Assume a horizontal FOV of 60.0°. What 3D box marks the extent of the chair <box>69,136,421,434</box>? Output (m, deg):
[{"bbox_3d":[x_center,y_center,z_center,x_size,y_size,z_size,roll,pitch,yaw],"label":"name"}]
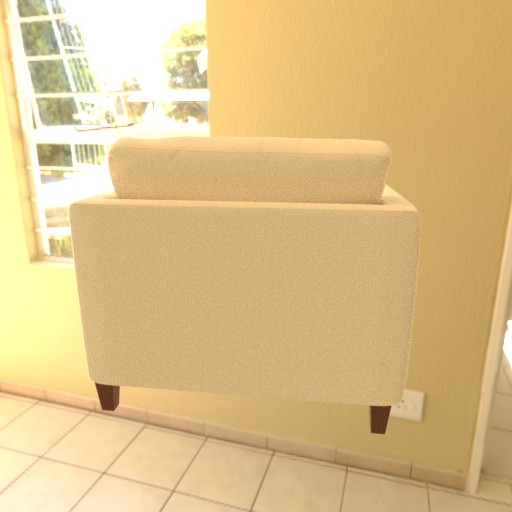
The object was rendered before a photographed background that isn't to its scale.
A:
[{"bbox_3d":[0.000,0.000,1.686,1.019,0.885,0.878,2,16,7],"label":"chair"}]
